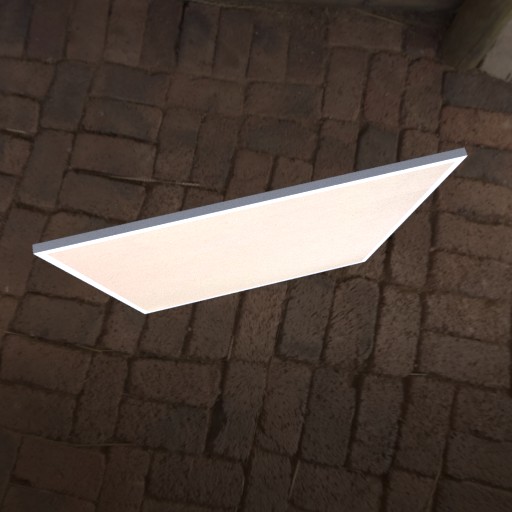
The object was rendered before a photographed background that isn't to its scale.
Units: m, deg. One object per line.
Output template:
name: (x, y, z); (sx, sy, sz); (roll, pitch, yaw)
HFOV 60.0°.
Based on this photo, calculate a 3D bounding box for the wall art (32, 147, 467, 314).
wall art: (0.000, 0.000, 0.824); (0.557, 0.557, 0.012); (-13, 76, -3)
